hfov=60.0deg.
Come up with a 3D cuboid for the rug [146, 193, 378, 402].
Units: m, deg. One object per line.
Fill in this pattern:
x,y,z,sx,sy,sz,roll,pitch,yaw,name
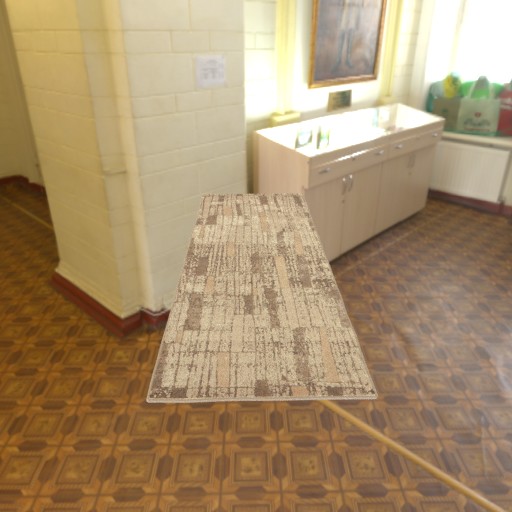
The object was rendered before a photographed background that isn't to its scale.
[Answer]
0.000,0.000,2.679,0.857,0.018,2.383,-1,26,-1,rug
